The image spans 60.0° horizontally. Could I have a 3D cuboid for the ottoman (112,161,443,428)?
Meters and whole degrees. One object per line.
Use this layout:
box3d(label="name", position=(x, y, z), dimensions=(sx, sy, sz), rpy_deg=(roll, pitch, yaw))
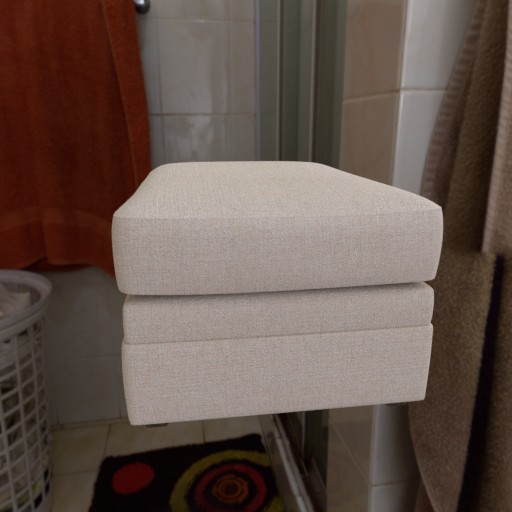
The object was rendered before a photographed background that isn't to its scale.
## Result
box3d(label="ottoman", position=(0.000, 0.000, 1.236), dimensions=(0.637, 0.478, 0.885), rpy_deg=(-2, 16, -8))
